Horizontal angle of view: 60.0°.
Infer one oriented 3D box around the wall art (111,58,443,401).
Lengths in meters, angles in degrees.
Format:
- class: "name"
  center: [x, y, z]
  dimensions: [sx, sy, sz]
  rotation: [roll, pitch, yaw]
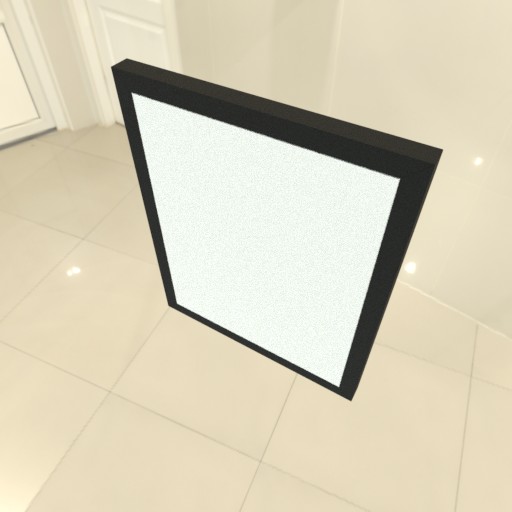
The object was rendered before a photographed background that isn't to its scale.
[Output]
- class: "wall art"
  center: [0.000, 0.000, 0.546]
  dimensions: [0.329, 0.404, 0.024]
  rotation: [24, 51, 20]
